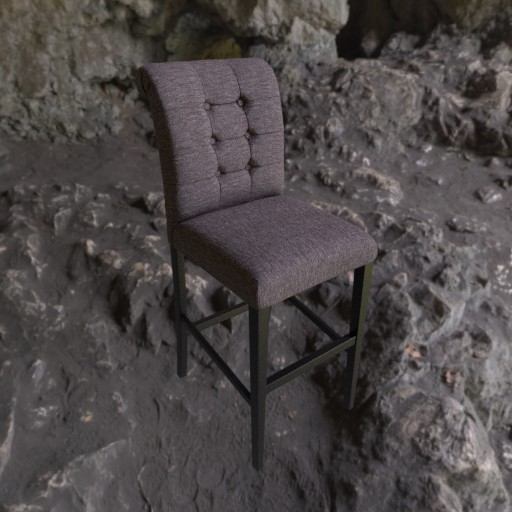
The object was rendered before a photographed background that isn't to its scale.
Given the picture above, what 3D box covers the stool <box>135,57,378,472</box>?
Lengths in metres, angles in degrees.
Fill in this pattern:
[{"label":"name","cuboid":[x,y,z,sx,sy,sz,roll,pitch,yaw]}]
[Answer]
[{"label":"stool","cuboid":[0.000,0.000,1.429,0.452,1.131,0.613,-19,34,-32]}]
